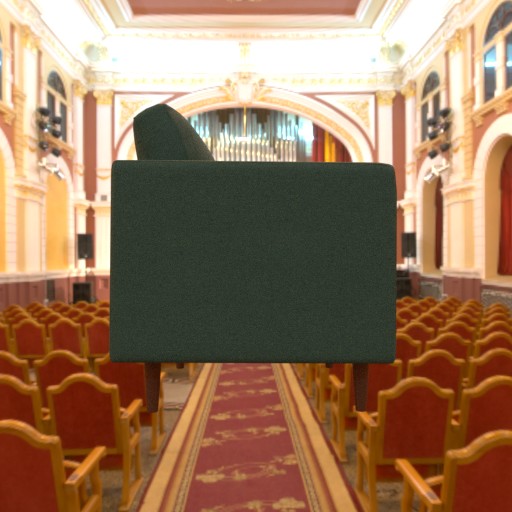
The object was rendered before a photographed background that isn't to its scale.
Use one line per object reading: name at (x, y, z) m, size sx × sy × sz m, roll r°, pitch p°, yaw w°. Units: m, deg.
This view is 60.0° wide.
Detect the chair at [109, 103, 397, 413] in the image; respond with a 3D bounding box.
chair at (0.000, 0.000, 1.588) m, size 0.800 × 0.927 × 0.855 m, roll 0°, pitch 0°, yaw -1°
